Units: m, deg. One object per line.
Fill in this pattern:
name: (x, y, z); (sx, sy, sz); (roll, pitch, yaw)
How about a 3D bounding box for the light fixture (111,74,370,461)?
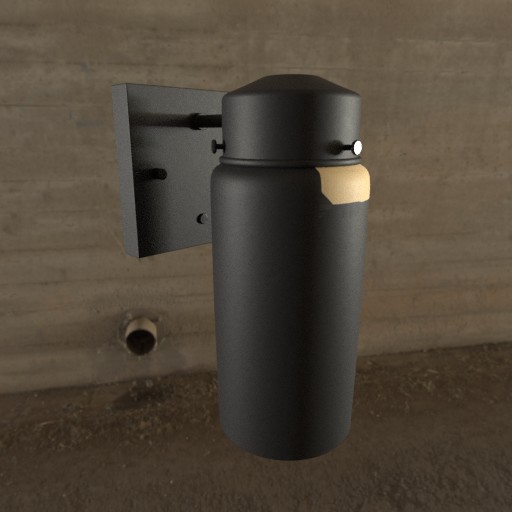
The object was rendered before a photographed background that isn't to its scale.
light fixture: (0.000, 0.000, 0.349); (0.176, 0.257, 0.130); (15, 21, 43)
